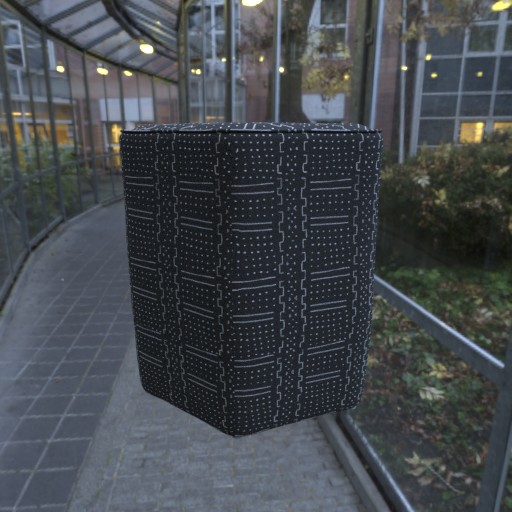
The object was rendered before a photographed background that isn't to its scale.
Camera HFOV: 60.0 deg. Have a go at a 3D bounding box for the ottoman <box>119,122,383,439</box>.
[{"bbox_3d":[0.000,0.000,0.885,0.443,0.502,0.494,2,15,8],"label":"ottoman"}]
